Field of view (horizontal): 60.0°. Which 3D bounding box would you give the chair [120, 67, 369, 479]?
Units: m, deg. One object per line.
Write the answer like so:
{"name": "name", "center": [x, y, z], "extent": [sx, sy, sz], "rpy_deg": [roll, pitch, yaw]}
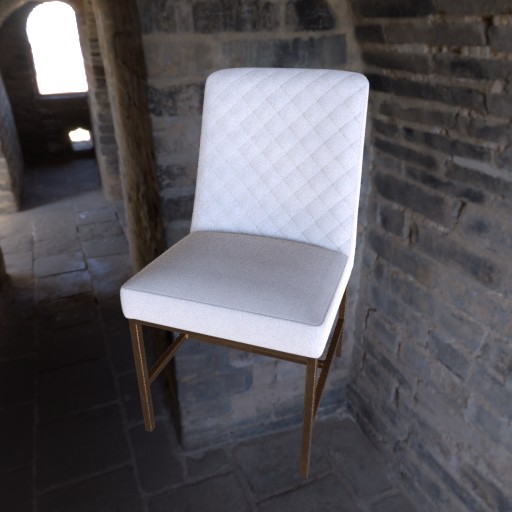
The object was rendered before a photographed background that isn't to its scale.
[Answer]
{"name": "chair", "center": [0.000, 0.000, 1.233], "extent": [0.503, 0.933, 0.597], "rpy_deg": [9, 28, 17]}
